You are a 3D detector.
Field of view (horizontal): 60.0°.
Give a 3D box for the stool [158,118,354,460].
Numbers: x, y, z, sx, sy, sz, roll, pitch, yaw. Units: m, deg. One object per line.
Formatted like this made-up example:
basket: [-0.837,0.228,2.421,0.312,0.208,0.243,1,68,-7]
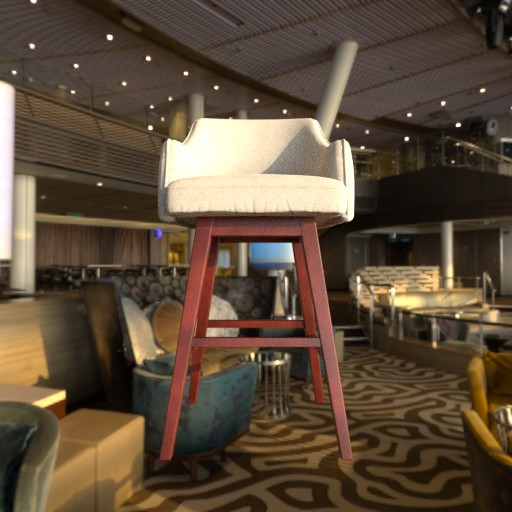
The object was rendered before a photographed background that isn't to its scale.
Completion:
stool: [0.000,0.000,1.366,0.548,1.012,0.558,0,-1,0]
